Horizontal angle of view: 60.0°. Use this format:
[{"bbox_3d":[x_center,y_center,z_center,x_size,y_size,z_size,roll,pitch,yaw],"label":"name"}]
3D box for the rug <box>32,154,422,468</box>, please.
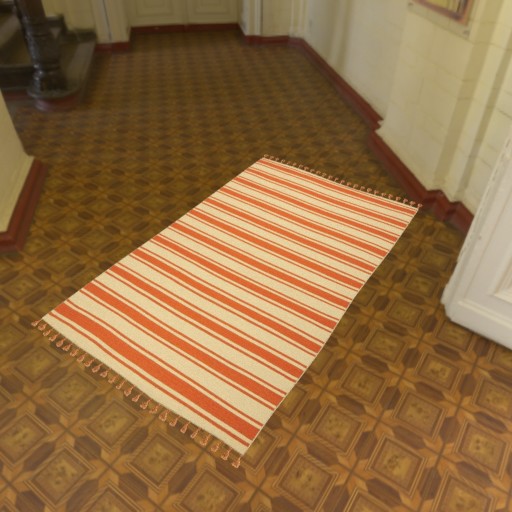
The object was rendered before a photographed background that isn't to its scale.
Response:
[{"bbox_3d":[0.000,0.000,2.531,1.232,0.017,2.092,24,46,25],"label":"rug"}]
